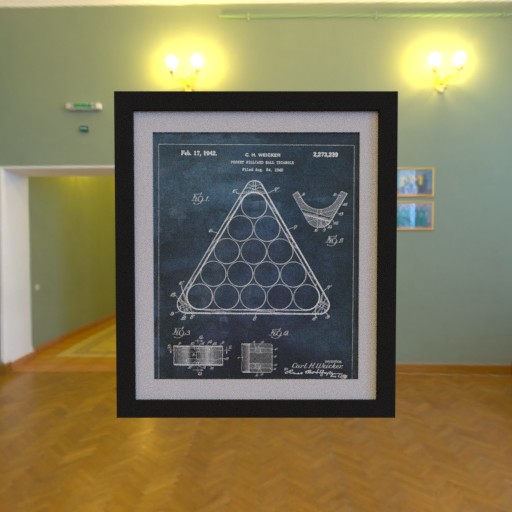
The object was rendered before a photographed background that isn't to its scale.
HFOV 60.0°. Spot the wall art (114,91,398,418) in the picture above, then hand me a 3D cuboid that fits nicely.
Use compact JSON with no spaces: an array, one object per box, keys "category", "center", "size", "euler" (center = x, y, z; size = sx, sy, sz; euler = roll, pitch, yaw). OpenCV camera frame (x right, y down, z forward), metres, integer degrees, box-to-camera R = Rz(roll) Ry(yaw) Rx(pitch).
[{"category":"wall art","center":[0.000,0.000,0.495],"size":[0.311,0.361,0.010],"euler":[0,2,0]}]
